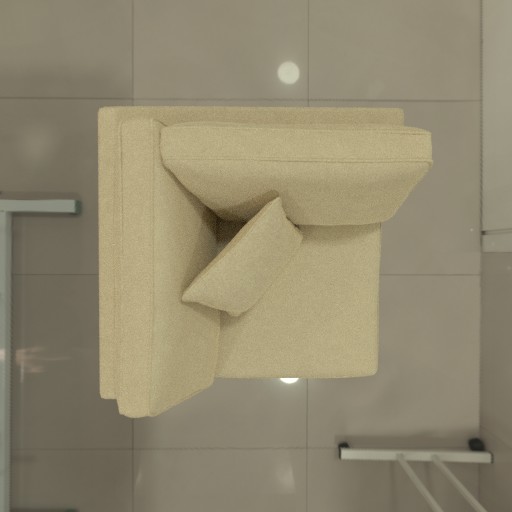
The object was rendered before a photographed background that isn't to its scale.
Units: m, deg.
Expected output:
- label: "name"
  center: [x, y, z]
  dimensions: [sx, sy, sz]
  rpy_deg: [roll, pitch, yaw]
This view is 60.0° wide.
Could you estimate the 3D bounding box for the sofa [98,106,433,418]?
- label: "sofa"
  center: [0.000, 0.000, 1.909]
  dimensions: [1.146, 1.002, 1.084]
  rpy_deg: [0, 90, -1]
